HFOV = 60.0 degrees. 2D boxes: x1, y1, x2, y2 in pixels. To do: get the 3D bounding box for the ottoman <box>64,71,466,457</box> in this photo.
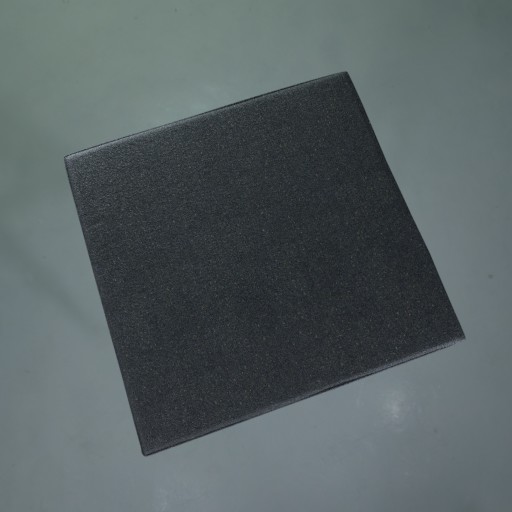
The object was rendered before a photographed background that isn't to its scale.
[{"bbox_3d":[0.000,0.000,1.534,1.004,0.382,0.968,-19,78,-4],"label":"ottoman"}]
